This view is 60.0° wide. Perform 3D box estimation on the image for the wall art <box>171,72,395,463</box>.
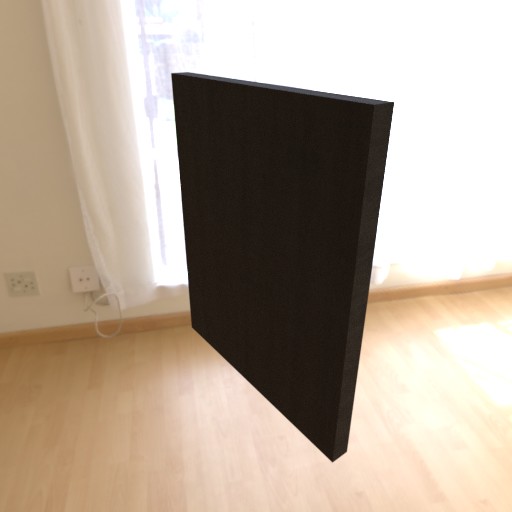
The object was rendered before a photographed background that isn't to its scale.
[{"bbox_3d":[0.000,0.000,0.759,0.034,0.552,0.455,-19,33,-32],"label":"wall art"}]
